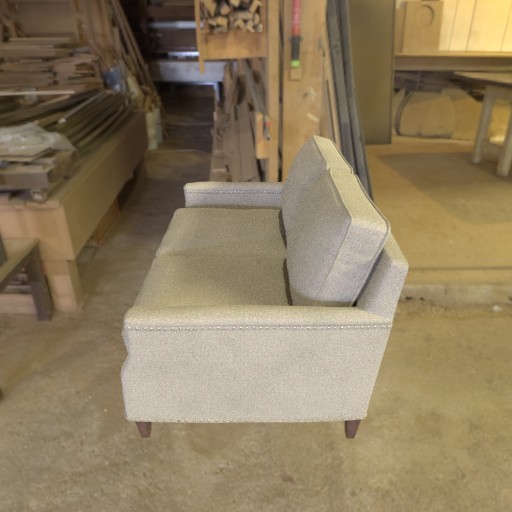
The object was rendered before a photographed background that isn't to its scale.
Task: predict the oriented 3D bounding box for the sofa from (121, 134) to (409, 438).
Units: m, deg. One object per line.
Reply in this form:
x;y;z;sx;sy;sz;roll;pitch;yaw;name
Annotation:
0.000;0.000;2.343;1.084;1.003;1.597;0;28;0;sofa
